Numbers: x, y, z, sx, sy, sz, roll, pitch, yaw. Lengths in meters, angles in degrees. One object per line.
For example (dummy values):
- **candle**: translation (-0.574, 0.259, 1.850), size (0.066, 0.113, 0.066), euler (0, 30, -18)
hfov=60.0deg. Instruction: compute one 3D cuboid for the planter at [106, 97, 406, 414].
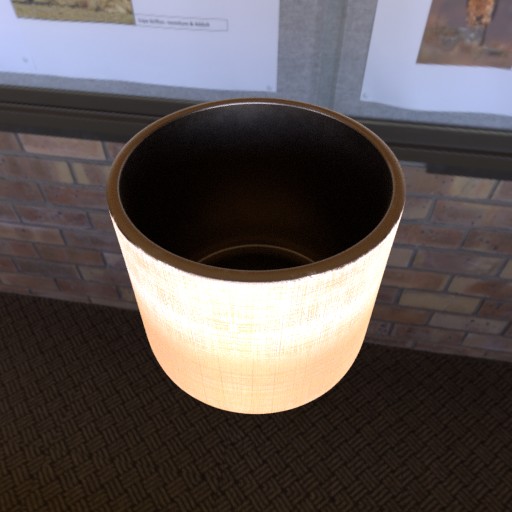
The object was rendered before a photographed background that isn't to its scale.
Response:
- **planter**: translation (0.000, 0.000, 0.456), size (0.254, 0.221, 0.254), euler (0, 47, 0)
